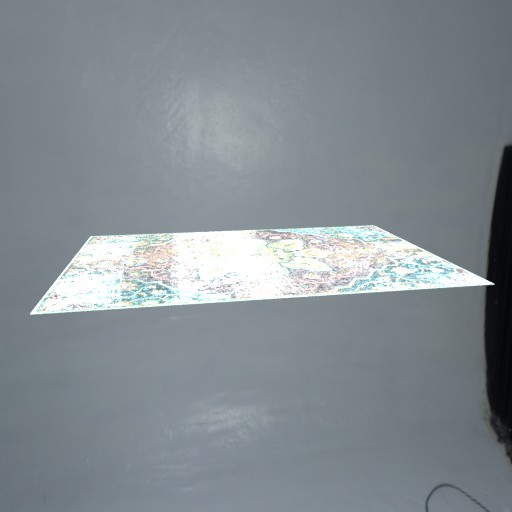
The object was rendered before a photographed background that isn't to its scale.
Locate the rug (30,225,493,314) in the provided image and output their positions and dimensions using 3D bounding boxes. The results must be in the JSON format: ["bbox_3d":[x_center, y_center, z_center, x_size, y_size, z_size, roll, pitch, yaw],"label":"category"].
[{"bbox_3d":[0.000,0.000,2.911,2.363,0.004,1.566,-2,16,-9],"label":"rug"}]
